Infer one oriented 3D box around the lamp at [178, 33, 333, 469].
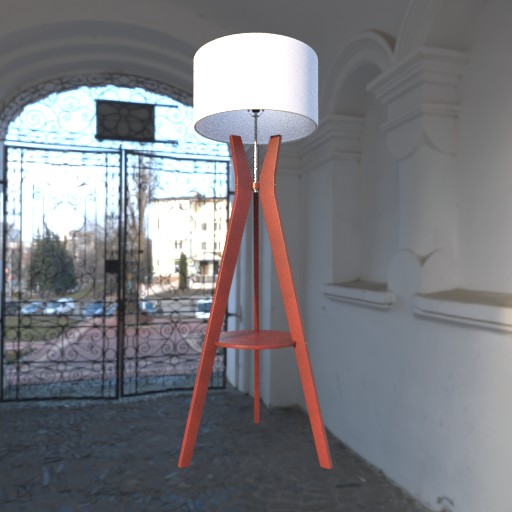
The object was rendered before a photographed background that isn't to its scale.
[{"bbox_3d":[0.000,0.000,1.731,0.539,1.472,0.542,0,0,1],"label":"lamp"}]
